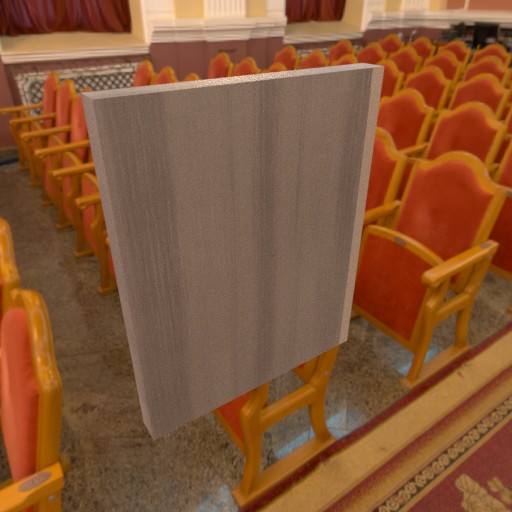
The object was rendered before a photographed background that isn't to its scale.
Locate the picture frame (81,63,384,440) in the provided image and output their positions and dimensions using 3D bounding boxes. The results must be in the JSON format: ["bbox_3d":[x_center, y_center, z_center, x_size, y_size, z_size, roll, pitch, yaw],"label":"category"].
[{"bbox_3d":[0.000,0.000,0.735,0.449,0.555,0.046,-19,36,-29],"label":"picture frame"}]
